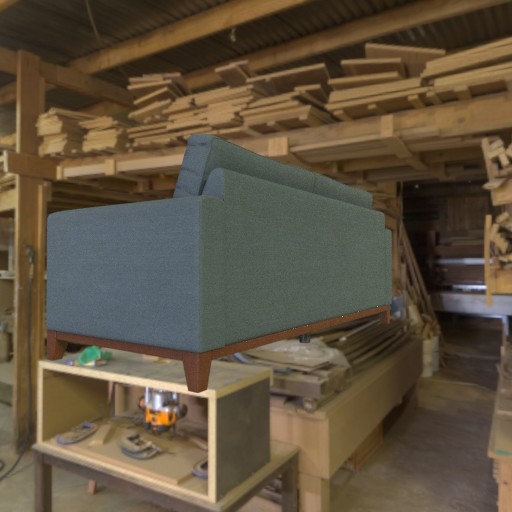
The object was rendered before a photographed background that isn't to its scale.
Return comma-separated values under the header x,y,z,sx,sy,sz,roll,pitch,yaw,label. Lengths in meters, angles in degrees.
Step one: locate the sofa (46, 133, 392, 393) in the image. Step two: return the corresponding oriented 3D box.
x,y,z,sx,sy,sz,roll,pitch,yaw,label
0.000,0.000,2.378,0.877,0.865,1.900,0,-1,34,sofa
